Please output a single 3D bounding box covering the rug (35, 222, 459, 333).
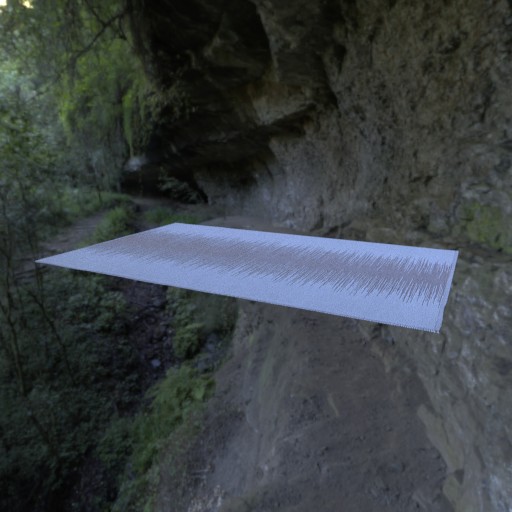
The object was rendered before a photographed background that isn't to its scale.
[{"bbox_3d":[0.000,0.000,2.992,2.440,0.012,1.522,7,16,26],"label":"rug"}]
